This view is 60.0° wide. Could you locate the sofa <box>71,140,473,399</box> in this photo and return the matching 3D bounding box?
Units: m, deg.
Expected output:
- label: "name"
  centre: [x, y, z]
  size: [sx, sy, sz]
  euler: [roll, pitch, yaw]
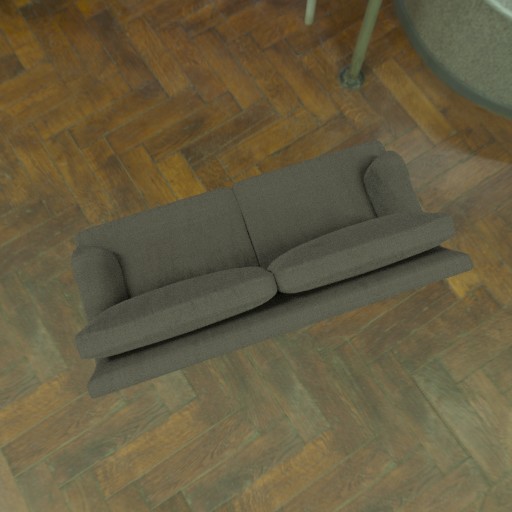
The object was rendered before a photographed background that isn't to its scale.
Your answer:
- label: "sofa"
  centre: [0.000, 0.000, 2.813]
  size: [2.165, 1.087, 1.086]
  euler: [-18, 76, -5]
